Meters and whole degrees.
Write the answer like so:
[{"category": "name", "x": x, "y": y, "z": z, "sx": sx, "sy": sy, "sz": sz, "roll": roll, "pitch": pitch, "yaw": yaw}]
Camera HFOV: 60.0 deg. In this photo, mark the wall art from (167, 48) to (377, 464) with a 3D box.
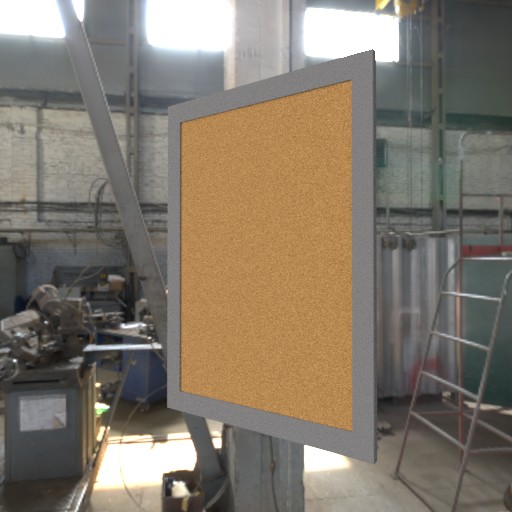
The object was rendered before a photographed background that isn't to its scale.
[{"category": "wall art", "x": 0.000, "y": 0.000, "z": 0.675, "sx": 0.374, "sy": 0.529, "sz": 0.012, "roll": 0, "pitch": -1, "yaw": 35}]
